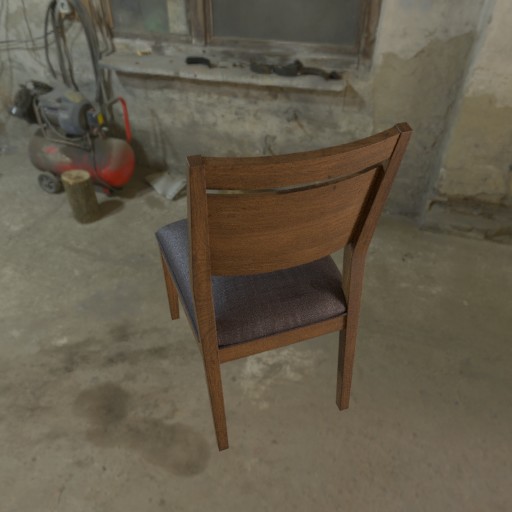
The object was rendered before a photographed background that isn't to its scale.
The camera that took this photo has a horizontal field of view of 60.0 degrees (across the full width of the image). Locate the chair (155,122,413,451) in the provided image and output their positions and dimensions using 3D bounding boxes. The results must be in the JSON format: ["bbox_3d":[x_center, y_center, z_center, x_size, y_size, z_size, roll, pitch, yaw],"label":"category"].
[{"bbox_3d":[0.000,0.000,1.266,0.501,0.939,0.610,-13,41,-15],"label":"chair"}]
